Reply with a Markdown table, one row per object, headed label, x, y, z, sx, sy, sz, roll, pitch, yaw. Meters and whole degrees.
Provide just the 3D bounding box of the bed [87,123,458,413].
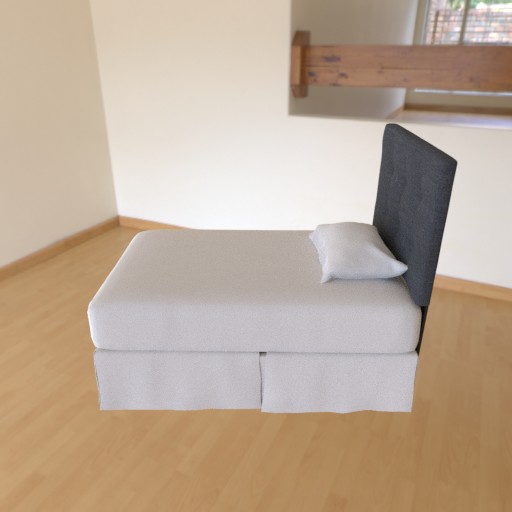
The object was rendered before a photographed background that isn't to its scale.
| label | x | y | z | sx | sy | sz | roll | pitch | yaw |
| --- | --- | --- | --- | --- | --- | --- | --- | --- | --- |
| bed | 0.000 | 0.000 | 2.977 | 1.997 | 1.571 | 1.261 | 0 | 26 | 1 |
